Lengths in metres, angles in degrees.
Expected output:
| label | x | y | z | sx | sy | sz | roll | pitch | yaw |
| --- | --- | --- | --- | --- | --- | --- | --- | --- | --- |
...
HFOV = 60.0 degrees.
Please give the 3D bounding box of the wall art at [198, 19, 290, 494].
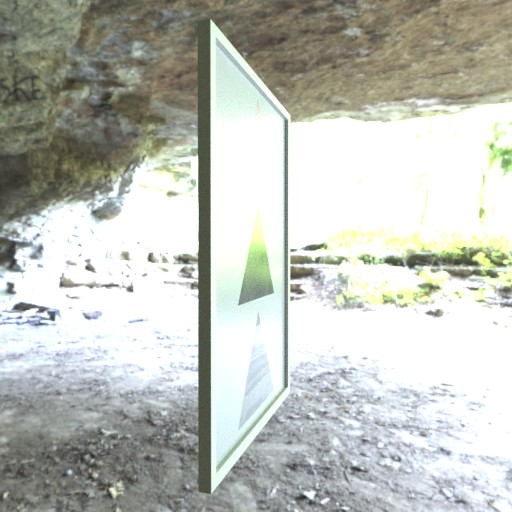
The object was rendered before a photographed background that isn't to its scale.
| label | x | y | z | sx | sy | sz | roll | pitch | yaw |
| --- | --- | --- | --- | --- | --- | --- | --- | --- | --- |
| wall art | 0.000 | 0.000 | 0.549 | 0.013 | 0.433 | 0.303 | 0 | 1 | 18 |
